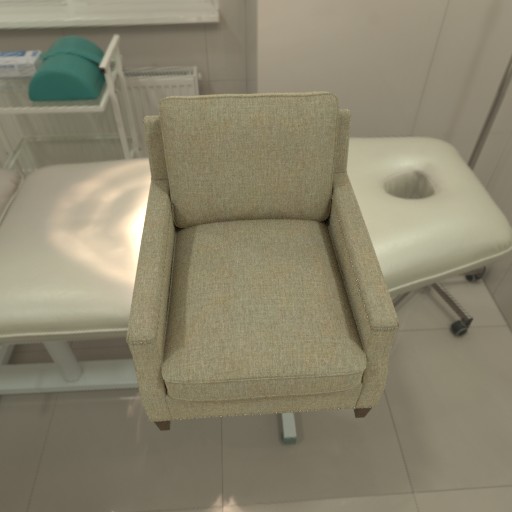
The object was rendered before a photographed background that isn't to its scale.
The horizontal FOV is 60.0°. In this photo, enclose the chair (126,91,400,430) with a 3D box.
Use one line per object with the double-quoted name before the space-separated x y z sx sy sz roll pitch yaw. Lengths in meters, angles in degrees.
"chair" 0.000 0.000 1.708 0.853 0.943 1.014 -3 46 -3
